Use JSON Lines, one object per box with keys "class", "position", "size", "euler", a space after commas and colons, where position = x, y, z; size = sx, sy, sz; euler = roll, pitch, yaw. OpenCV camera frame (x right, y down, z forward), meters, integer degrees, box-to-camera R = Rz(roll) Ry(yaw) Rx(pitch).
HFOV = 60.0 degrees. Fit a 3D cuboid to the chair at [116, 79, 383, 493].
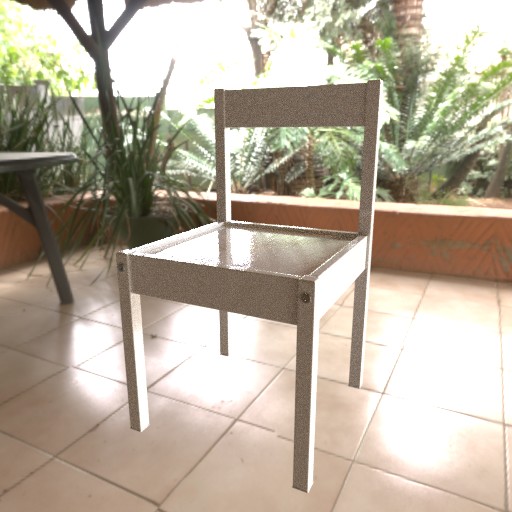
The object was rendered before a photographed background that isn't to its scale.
{"class": "chair", "position": [0.000, 0.000, 0.664], "size": [0.285, 0.505, 0.285], "euler": [7, 17, 25]}
